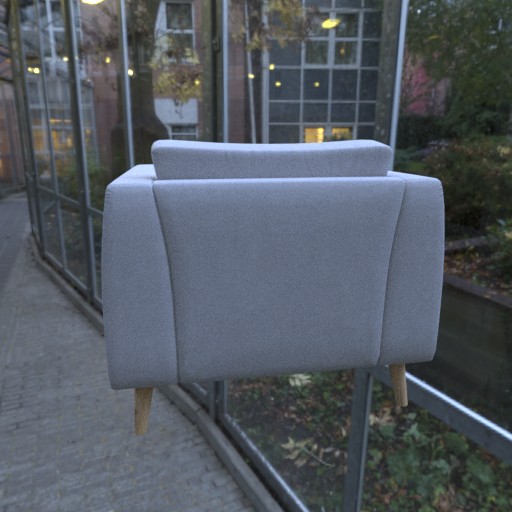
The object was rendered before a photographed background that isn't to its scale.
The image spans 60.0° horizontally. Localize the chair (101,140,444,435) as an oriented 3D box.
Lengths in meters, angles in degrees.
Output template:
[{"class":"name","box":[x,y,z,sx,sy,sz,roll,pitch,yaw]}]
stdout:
[{"class":"chair","box":[0.000,0.000,1.694,1.000,0.860,0.930,-3,15,-10]}]
